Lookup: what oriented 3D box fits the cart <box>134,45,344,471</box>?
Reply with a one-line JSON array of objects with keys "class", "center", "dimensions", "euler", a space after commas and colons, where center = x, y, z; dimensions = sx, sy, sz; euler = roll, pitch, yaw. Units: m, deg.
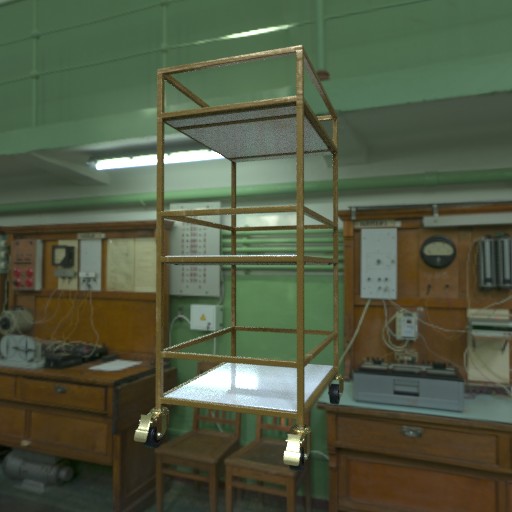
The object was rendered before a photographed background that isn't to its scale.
[{"class": "cart", "center": [0.000, 0.000, 1.017], "dimensions": [0.332, 0.761, 0.483], "euler": [0, -1, 19]}]
